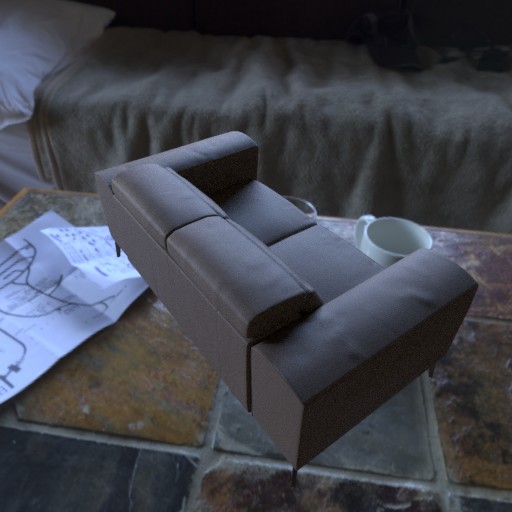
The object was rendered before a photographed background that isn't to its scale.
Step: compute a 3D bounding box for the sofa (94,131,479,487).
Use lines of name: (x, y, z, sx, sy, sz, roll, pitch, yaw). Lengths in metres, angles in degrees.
sofa: (0.000, 0.000, 2.369, 1.003, 0.779, 1.895, -25, 46, -27)
